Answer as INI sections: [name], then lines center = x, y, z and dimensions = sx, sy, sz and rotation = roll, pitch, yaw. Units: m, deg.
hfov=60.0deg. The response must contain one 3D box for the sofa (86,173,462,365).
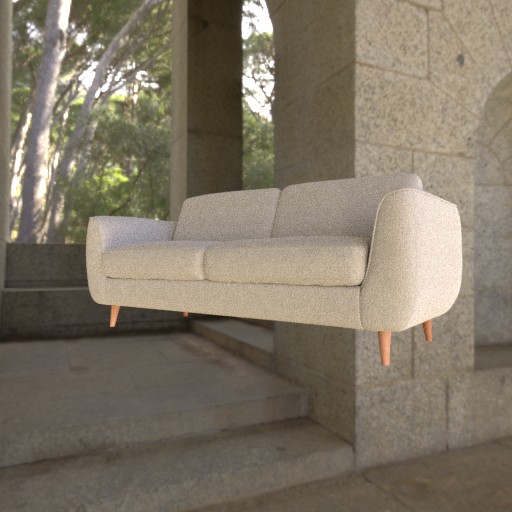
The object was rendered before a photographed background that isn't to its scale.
[sofa]
center = 0.000, 0.000, 2.453
dimensions = 2.000, 0.850, 0.920
rotation = 0, -1, 36
